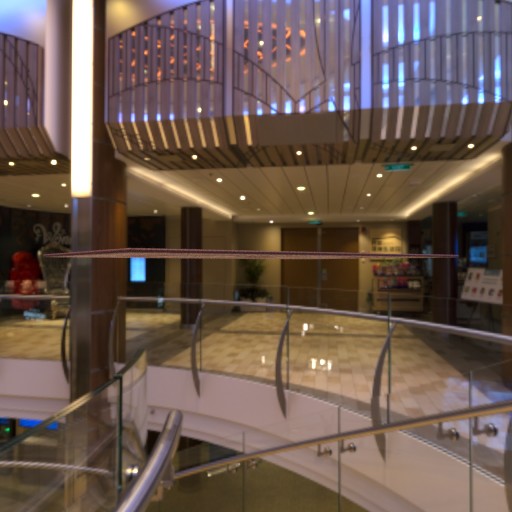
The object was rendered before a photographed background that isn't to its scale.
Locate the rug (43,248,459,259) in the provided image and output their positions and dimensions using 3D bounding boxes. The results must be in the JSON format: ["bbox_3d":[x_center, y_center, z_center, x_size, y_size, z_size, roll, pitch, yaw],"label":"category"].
[{"bbox_3d":[0.000,0.000,5.852,4.578,0.033,3.033,1,-1,-37],"label":"rug"}]
